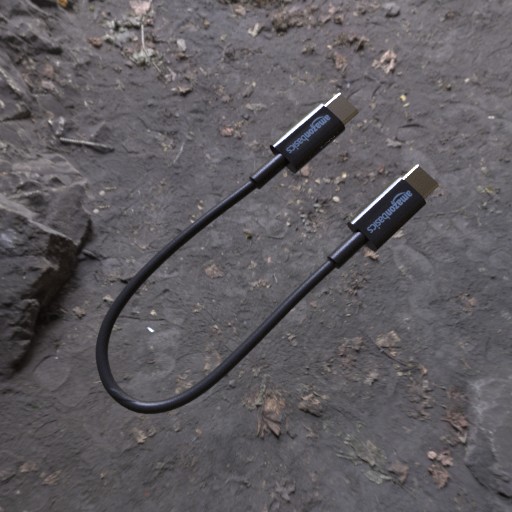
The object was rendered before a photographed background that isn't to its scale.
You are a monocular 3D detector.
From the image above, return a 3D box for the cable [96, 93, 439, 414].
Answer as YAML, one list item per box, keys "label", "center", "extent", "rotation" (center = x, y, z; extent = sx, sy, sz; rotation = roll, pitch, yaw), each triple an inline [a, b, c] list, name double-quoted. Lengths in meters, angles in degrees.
- label: "cable"
  center: [0.000, 0.000, 0.115]
  extent: [0.098, 0.005, 0.041]
  rotation: [-42, 80, -9]
